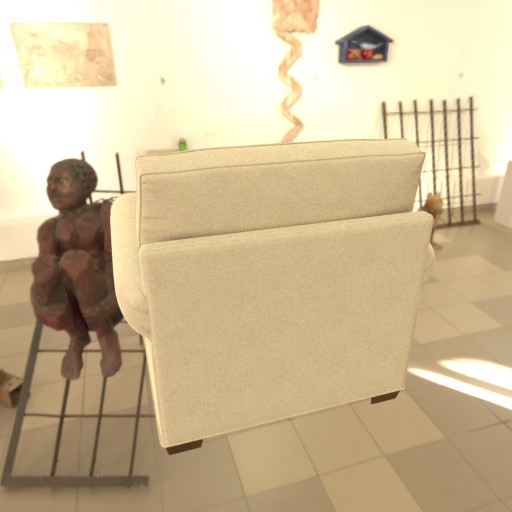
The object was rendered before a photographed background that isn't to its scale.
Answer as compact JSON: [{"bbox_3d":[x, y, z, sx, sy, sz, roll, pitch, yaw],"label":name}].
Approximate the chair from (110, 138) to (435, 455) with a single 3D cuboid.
[{"bbox_3d":[0.000,0.000,1.709,1.040,0.955,0.863,-8,26,-16],"label":"chair"}]
